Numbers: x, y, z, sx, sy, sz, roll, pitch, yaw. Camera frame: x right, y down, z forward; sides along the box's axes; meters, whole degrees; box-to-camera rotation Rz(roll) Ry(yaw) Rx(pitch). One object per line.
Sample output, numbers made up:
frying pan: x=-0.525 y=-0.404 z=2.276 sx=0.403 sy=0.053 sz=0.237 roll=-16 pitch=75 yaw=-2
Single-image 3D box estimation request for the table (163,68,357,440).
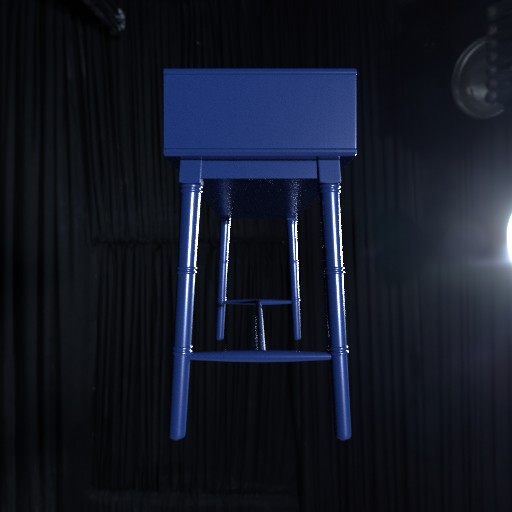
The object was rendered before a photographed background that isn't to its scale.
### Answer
table: x=0.000 y=0.000 z=1.433 sx=0.399 sy=0.749 sz=1.118 roll=0 pitch=0 yaw=0
